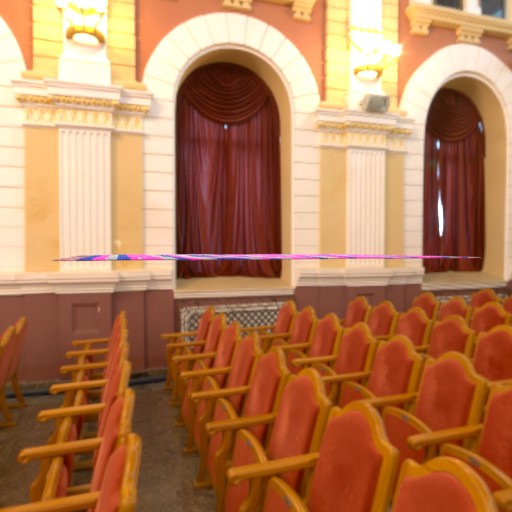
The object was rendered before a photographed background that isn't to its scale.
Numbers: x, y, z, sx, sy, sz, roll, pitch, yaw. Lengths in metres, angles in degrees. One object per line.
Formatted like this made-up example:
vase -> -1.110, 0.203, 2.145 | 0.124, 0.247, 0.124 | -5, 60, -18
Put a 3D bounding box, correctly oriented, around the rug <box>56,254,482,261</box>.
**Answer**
rug -> 0.000, 0.000, 3.006 | 2.350, 0.013, 1.539 | 0, 1, -17
